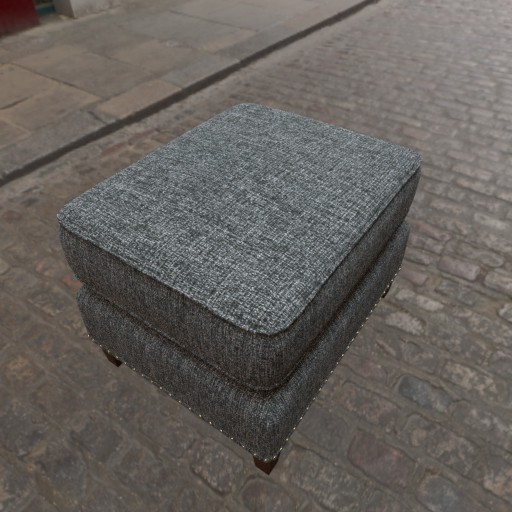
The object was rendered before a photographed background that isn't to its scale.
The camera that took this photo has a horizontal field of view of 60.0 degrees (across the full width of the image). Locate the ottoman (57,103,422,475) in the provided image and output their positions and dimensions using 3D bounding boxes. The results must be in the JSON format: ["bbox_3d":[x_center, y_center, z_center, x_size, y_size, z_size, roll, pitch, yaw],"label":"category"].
[{"bbox_3d":[0.000,0.000,1.143,0.589,0.537,0.738,25,48,25],"label":"ottoman"}]
